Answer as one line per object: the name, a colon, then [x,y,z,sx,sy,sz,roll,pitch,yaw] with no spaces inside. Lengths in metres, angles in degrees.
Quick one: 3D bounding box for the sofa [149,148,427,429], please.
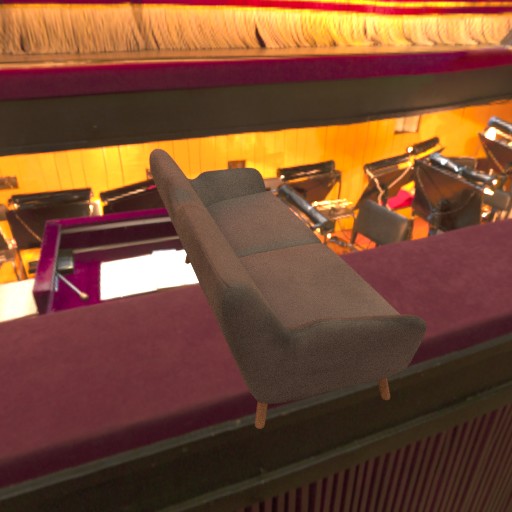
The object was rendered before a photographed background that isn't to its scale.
sofa: [0.000,0.000,2.394,0.850,0.810,1.870,-10,31,-17]
